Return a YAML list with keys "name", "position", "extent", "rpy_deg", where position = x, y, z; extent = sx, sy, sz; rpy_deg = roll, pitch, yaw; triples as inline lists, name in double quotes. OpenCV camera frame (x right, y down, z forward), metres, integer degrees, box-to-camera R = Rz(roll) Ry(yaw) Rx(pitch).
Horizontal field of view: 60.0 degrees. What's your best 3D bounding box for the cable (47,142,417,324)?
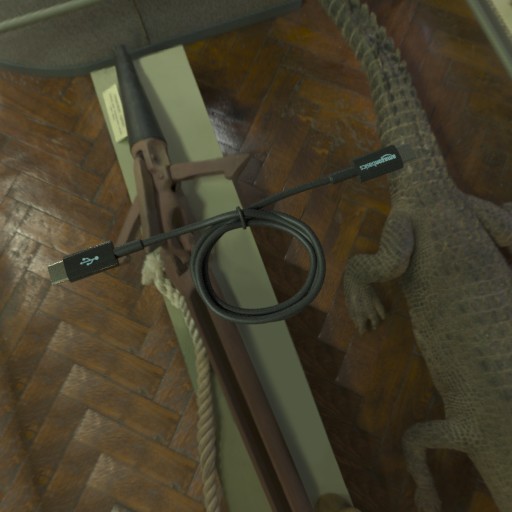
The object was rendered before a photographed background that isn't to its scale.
- name: "cable"
  position: [0.000, 0.000, 0.225]
  extent: [0.203, 0.014, 0.070]
  rpy_deg: [-20, 76, -5]
